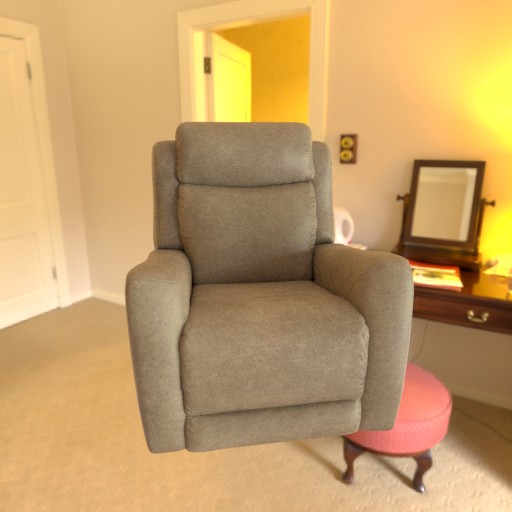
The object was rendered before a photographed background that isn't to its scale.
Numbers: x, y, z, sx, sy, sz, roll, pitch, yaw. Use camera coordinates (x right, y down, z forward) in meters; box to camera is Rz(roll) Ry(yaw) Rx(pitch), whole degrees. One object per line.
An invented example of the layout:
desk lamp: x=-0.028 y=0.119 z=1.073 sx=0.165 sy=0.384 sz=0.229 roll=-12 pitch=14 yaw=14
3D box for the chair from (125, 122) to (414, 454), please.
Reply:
chair: x=0.000 y=0.000 z=1.892 sx=0.965 sy=1.116 sz=1.068 roll=-2 pitch=16 yaw=-8
